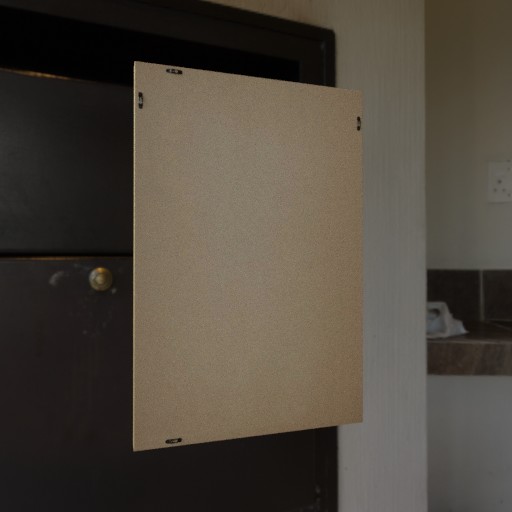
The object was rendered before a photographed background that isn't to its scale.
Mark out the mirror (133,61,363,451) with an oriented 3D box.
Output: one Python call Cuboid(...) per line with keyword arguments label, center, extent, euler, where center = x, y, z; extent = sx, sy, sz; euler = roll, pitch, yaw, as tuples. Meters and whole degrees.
Cuboid(label="mirror", center=(0.000, 0.000, 1.147), extent=(0.609, 0.915, 0.040), euler=(0, -1, -18))
